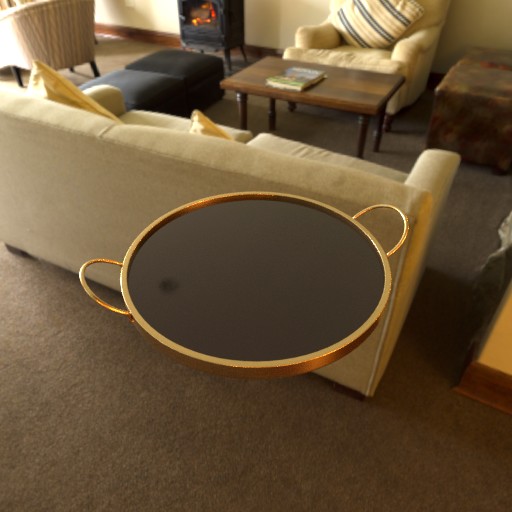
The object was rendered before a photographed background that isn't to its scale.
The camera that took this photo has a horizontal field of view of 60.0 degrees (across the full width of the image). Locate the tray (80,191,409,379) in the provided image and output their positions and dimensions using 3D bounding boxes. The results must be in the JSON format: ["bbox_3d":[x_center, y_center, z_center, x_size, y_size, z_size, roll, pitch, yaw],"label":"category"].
[{"bbox_3d":[0.000,0.000,0.734,0.543,0.069,0.438,-12,40,-14],"label":"tray"}]
